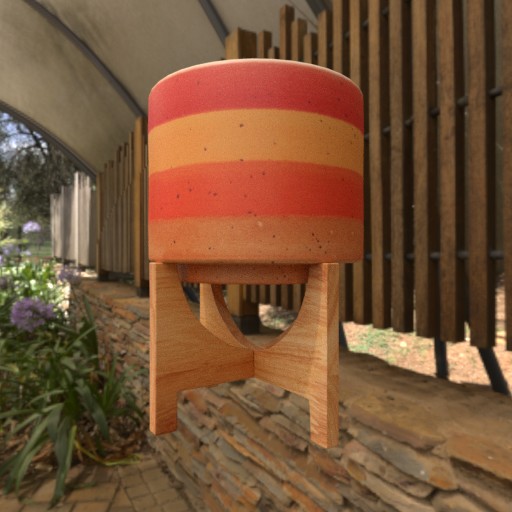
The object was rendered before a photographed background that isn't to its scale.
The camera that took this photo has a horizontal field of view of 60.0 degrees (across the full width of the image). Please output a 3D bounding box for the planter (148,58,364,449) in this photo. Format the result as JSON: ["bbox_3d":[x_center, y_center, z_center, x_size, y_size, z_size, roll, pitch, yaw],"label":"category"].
[{"bbox_3d":[0.000,0.000,0.548,0.269,0.379,0.269,0,0,0],"label":"planter"}]
